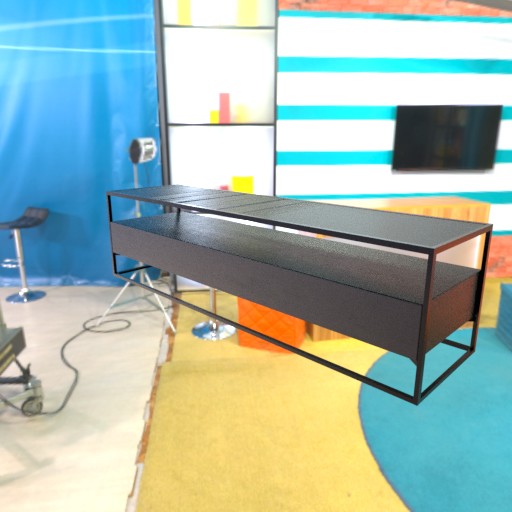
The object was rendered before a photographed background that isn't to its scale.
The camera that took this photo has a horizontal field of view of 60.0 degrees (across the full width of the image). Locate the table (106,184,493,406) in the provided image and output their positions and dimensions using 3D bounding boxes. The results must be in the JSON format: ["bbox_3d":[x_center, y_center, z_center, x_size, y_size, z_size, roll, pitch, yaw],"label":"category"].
[{"bbox_3d":[0.000,0.000,1.665,1.486,0.395,0.399,14,21,42],"label":"table"}]
